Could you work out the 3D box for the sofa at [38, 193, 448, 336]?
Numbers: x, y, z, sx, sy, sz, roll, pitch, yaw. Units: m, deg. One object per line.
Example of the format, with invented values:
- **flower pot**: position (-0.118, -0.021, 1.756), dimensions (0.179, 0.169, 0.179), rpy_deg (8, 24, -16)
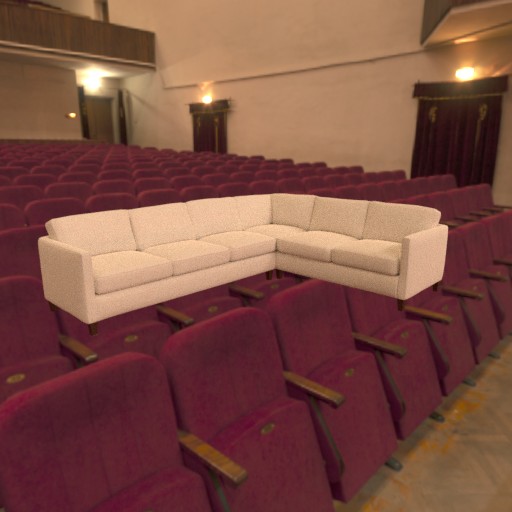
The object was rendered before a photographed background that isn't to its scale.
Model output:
- **sofa**: position (0.000, 0.000, 4.458), dimensions (2.593, 0.947, 3.302), rpy_deg (13, 19, 42)
